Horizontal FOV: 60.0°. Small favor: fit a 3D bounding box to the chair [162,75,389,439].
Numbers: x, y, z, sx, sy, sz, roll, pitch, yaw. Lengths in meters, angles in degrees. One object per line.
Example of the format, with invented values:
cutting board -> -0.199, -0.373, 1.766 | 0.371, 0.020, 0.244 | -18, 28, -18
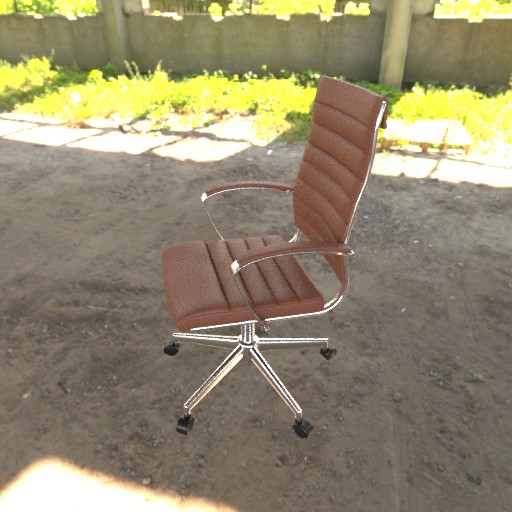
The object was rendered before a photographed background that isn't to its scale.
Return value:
chair -> 0.000, 0.000, 1.610 | 0.739, 1.149, 0.766 | -8, 31, -13
